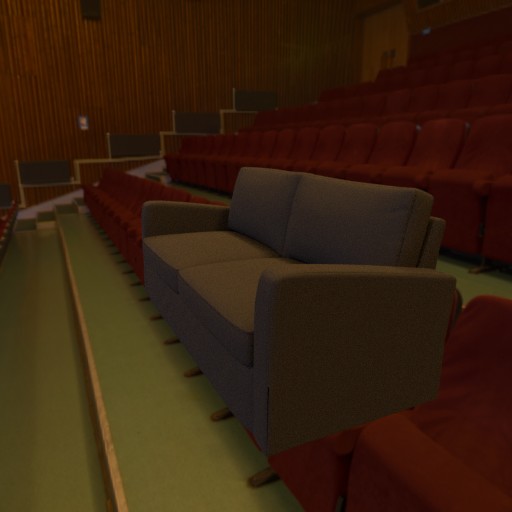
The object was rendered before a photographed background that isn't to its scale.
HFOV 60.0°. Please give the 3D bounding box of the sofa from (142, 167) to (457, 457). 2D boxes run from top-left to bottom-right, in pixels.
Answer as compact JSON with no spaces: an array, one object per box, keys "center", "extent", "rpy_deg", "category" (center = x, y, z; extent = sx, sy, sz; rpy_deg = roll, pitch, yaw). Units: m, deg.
[{"center":[0.000,0.000,2.325],"extent":[0.898,0.839,1.852],"rpy_deg":[-7,16,-25],"category":"sofa"}]
